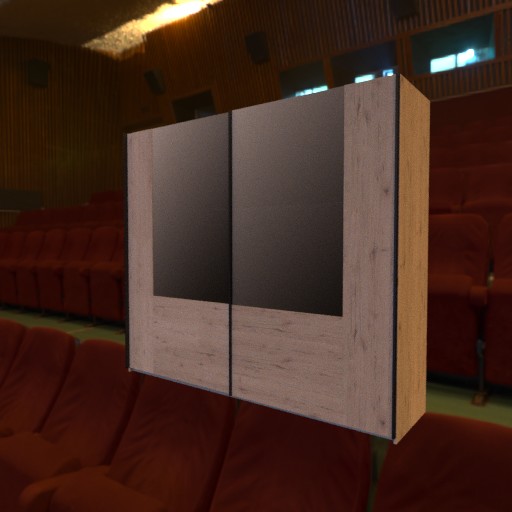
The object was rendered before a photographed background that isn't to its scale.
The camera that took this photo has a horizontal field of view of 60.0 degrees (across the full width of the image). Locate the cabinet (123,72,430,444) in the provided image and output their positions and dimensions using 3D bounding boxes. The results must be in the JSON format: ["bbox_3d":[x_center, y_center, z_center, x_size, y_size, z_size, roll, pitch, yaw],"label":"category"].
[{"bbox_3d":[0.000,0.000,3.578,2.500,2.180,0.660,2,3,36],"label":"cabinet"}]
